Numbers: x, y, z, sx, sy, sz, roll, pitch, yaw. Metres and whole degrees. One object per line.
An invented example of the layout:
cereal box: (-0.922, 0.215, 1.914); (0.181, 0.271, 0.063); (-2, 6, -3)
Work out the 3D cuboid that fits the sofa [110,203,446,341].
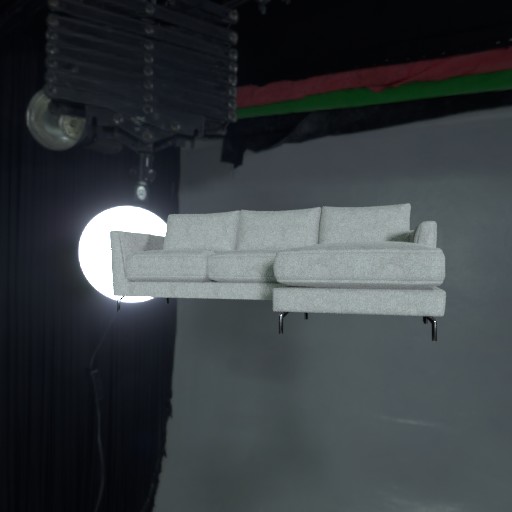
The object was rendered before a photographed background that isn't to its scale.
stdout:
sofa: (0.000, 0.000, 3.196); (2.438, 0.864, 1.626); (0, -2, 18)
